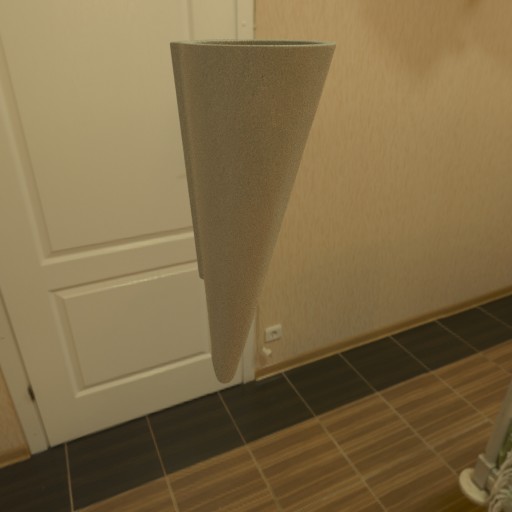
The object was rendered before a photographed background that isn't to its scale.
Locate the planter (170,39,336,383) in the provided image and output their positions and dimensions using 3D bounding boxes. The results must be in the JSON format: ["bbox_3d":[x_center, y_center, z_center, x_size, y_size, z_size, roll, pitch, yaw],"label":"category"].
[{"bbox_3d":[0.000,0.000,0.220,0.064,0.191,0.057,19,33,31],"label":"planter"}]
